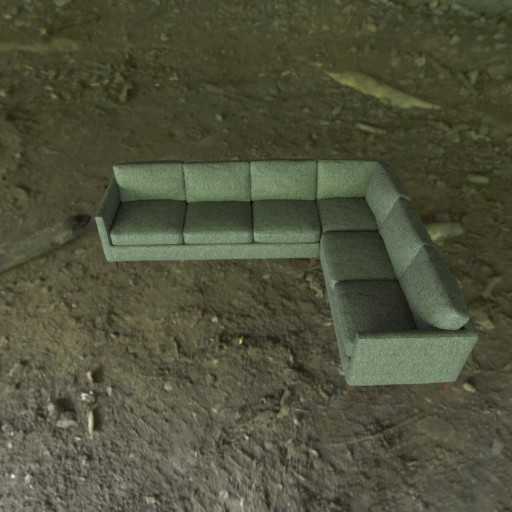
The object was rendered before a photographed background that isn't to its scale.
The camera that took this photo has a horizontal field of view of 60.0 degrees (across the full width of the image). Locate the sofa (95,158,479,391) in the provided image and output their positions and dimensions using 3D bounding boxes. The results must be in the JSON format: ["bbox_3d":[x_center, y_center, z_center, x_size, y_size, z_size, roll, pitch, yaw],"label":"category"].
[{"bbox_3d":[0.000,0.000,4.387,3.302,0.947,2.593,-1,41,-1],"label":"sofa"}]
